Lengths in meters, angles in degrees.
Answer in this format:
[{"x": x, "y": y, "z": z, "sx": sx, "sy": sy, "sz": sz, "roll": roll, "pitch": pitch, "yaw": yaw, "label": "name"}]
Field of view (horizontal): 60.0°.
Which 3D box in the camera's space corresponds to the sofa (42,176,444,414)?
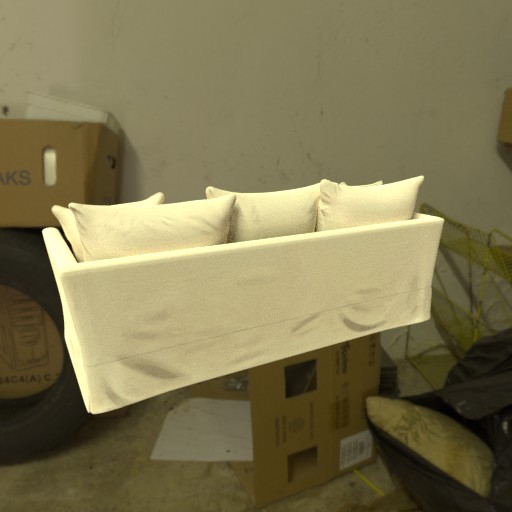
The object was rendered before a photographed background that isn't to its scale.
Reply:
[{"x": 0.000, "y": 0.000, "z": 2.967, "sx": 2.484, "sy": 1.042, "sz": 1.030, "roll": -8, "pitch": 18, "yaw": -28, "label": "sofa"}]
